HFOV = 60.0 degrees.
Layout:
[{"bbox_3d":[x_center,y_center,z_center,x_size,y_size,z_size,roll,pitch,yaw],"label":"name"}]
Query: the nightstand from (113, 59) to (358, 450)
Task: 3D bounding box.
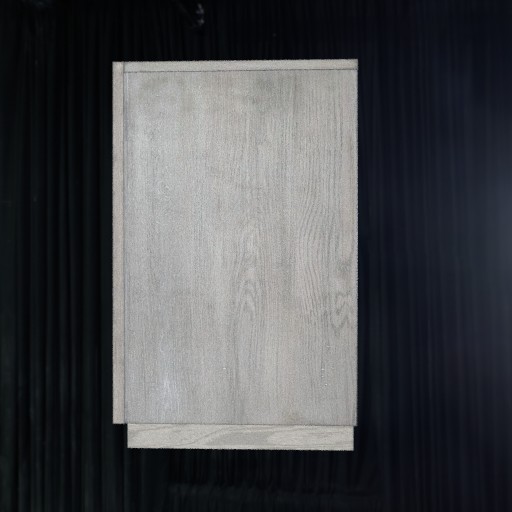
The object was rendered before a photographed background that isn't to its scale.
[{"bbox_3d":[0.000,0.000,1.065,0.483,0.673,0.612,0,0,2],"label":"nightstand"}]
